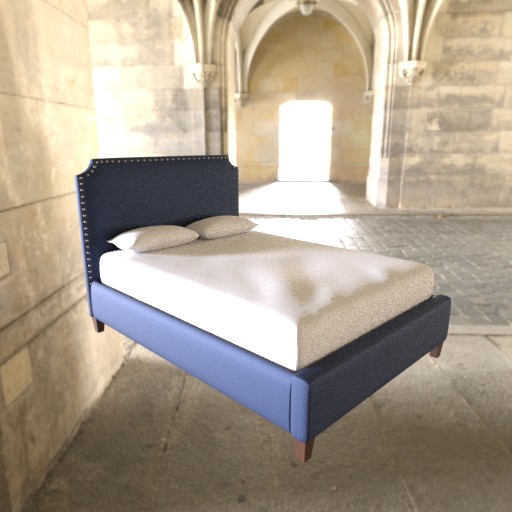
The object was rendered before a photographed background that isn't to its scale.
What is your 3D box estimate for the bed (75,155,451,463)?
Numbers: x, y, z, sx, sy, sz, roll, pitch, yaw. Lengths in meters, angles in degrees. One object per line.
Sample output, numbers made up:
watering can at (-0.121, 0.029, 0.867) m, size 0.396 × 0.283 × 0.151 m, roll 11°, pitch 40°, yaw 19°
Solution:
bed at (0.000, 0.000, 3.396) m, size 2.372 × 1.443 × 1.712 m, roll 14°, pitch 20°, yaw 43°
